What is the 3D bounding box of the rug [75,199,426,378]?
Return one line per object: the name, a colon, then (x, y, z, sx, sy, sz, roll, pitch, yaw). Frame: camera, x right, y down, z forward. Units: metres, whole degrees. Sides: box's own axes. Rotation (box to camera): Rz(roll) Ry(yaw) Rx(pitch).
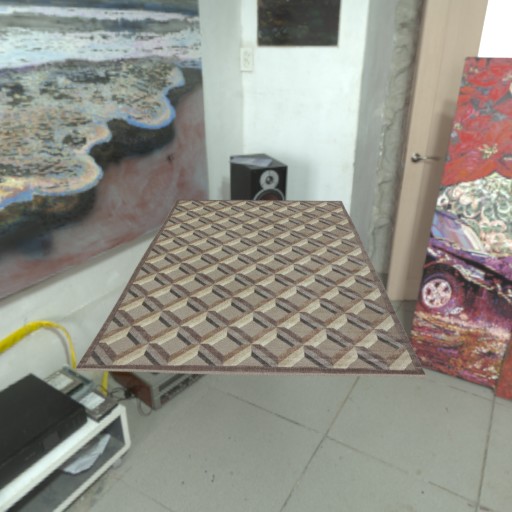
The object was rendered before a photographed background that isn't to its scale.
rug: (0.000, 0.000, 2.091, 1.066, 0.011, 1.677, 1, 25, 1)
